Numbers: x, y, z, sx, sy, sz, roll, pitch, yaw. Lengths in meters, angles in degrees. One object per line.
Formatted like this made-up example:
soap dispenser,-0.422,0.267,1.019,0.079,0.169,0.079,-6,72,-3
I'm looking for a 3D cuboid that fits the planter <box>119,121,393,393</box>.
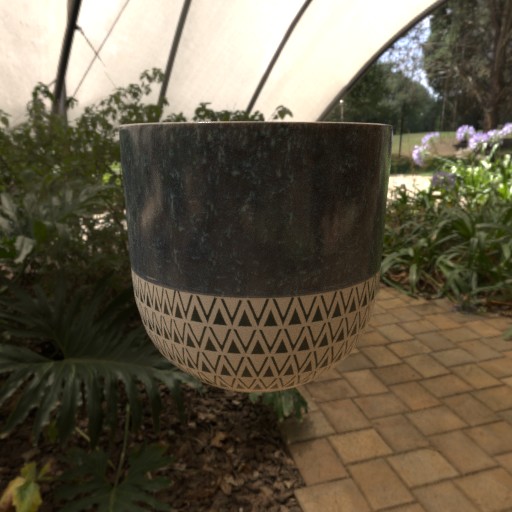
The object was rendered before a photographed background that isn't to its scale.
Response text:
planter,0.000,0.000,0.481,0.266,0.270,0.266,0,15,0
